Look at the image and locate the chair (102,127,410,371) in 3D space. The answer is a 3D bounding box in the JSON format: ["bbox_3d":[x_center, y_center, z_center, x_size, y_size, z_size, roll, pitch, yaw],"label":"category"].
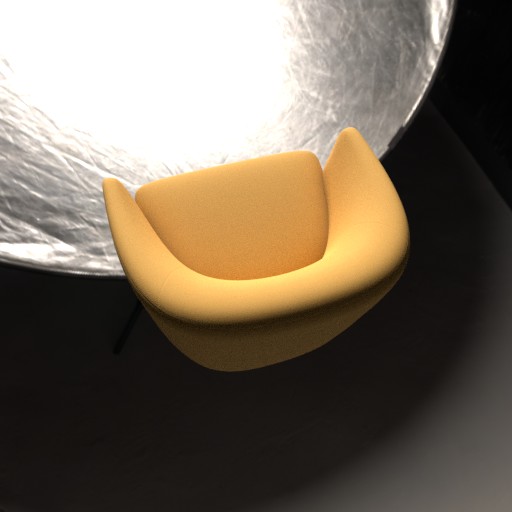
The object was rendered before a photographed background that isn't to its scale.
[{"bbox_3d":[0.000,0.000,1.372,0.773,0.698,0.767,-14,59,-9],"label":"chair"}]
